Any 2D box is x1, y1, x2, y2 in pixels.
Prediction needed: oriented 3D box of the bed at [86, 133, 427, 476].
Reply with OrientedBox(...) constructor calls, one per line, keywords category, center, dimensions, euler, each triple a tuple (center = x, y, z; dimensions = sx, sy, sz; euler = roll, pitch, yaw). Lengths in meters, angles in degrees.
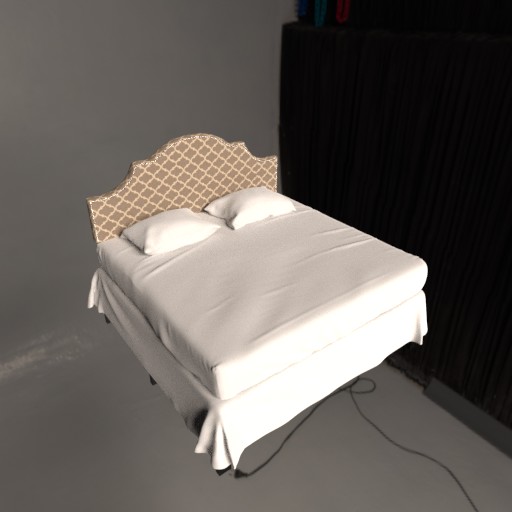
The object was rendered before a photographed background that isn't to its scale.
OrientedBox(category="bed", center=(0.000, 0.000, 3.647), dimensions=(2.314, 1.601, 2.222), euler=(-20, 36, -31))
